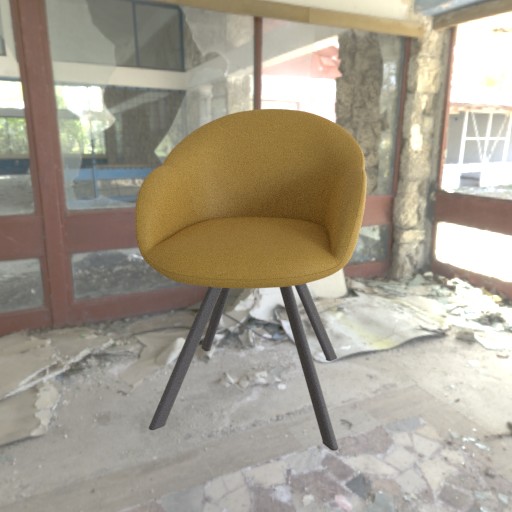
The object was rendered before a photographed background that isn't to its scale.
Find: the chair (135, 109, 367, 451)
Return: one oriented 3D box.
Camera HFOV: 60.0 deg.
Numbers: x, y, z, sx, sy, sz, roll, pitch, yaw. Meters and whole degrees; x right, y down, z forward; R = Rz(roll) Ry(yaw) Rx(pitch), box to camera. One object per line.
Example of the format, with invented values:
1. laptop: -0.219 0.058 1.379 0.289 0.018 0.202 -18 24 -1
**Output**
1. chair: 0.000 0.000 1.190 0.551 0.793 0.583 2 14 9
